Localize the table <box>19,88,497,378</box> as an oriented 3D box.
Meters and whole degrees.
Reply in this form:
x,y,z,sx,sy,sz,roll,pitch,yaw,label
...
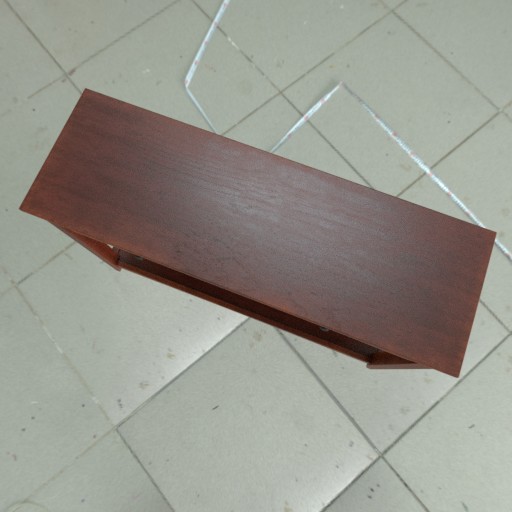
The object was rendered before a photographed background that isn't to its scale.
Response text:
x,y,z,sx,sy,sz,roll,pitch,yaw,label
0.000,0.000,1.511,1.188,0.739,0.392,21,77,5,table
